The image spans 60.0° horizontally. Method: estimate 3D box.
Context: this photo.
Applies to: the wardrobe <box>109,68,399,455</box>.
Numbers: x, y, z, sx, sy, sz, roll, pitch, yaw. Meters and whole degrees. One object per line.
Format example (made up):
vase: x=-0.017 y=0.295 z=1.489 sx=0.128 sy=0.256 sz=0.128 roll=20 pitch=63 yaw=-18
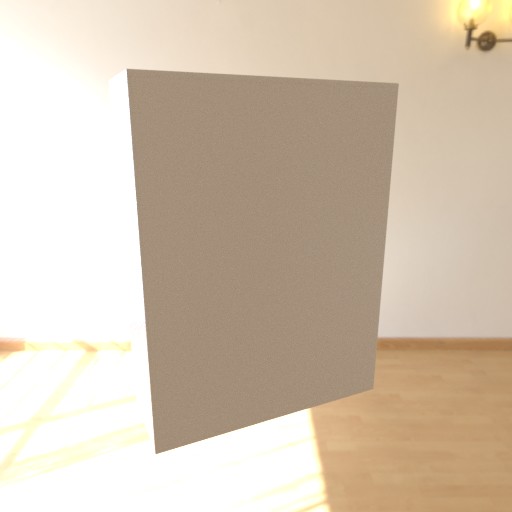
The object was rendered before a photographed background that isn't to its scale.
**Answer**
wardrobe: x=0.000 y=0.000 z=1.638 sx=0.900 sy=1.200 sz=0.360 roll=-7 pitch=18 yaw=-24
